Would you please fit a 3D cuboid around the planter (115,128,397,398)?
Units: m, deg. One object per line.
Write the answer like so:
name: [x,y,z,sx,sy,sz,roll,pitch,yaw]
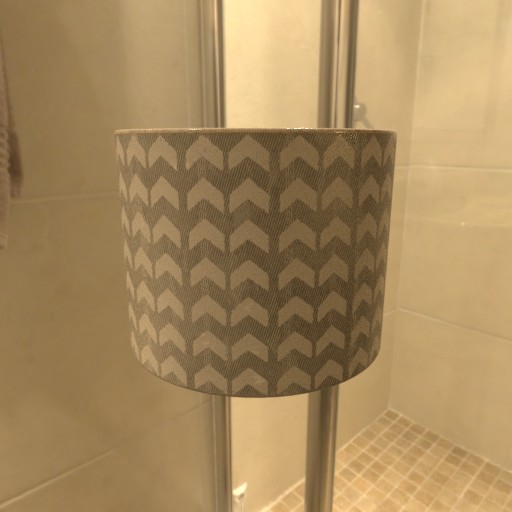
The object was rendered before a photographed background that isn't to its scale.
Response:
planter: [0.000,0.000,0.440,0.250,0.239,0.250,0,15,0]
